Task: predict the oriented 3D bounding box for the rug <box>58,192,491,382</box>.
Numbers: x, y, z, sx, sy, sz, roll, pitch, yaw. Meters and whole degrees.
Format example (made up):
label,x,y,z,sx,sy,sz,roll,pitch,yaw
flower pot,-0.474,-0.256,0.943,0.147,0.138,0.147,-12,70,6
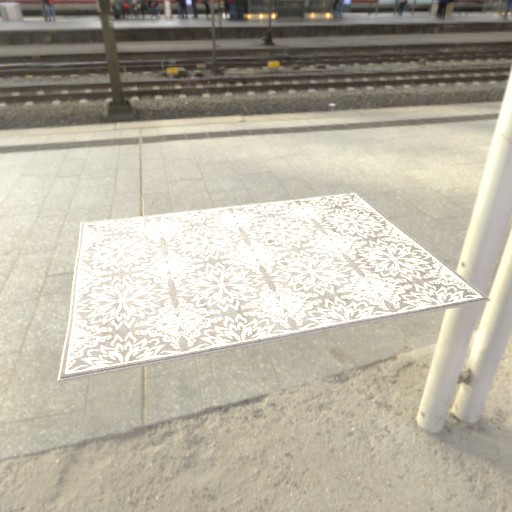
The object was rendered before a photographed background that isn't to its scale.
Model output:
label,x,y,z,sx,sy,sz,roll,pitch,yaw
rug,0.000,0.000,2.825,2.213,0.014,1.608,-8,31,-13
